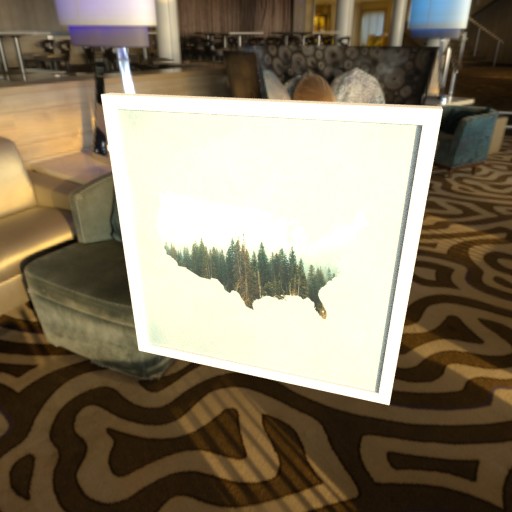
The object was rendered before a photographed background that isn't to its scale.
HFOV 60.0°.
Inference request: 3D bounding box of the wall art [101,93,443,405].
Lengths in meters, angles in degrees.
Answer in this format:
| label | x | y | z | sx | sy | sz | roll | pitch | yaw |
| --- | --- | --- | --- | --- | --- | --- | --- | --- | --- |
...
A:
| label | x | y | z | sx | sy | sz | roll | pitch | yaw |
| --- | --- | --- | --- | --- | --- | --- | --- | --- | --- |
| wall art | 0.000 | 0.000 | 1.138 | 0.762 | 0.762 | 0.038 | 8 | 28 | 16 |
